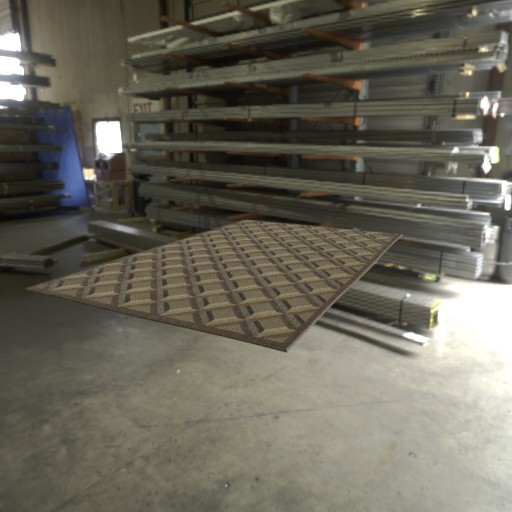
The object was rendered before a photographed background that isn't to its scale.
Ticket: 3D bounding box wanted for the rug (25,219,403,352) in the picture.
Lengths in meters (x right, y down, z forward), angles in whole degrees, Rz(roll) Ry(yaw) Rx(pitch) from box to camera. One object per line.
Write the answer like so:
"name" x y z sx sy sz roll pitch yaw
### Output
"rug" 0.000 0.000 2.119 1.066 0.011 1.677 8 16 27
